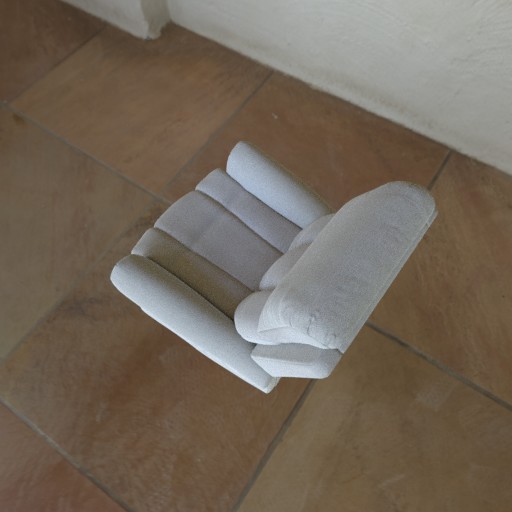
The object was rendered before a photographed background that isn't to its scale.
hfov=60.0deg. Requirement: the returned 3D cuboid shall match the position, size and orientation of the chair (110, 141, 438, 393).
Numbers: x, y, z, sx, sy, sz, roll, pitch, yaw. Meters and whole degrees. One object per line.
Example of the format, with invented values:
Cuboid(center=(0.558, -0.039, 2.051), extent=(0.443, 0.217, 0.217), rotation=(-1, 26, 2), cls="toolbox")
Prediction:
Cuboid(center=(0.000, 0.000, 1.770), extent=(0.979, 1.031, 0.871), rotation=(34, 68, 16), cls="chair")
